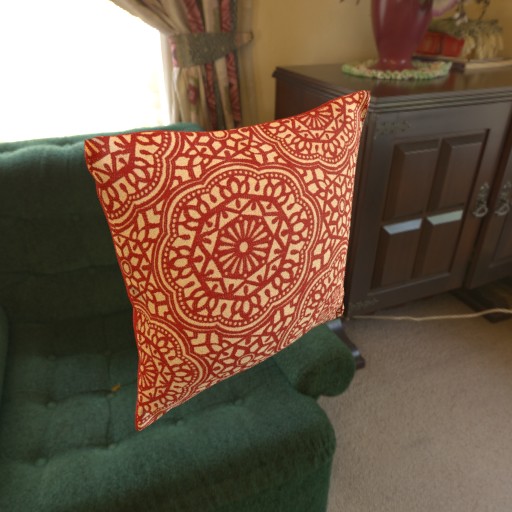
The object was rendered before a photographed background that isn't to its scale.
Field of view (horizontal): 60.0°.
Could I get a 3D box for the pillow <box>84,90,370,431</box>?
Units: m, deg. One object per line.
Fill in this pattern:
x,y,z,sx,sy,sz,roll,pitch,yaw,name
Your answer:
0.000,0.000,0.650,0.438,0.419,0.162,-22,36,-33,pillow
